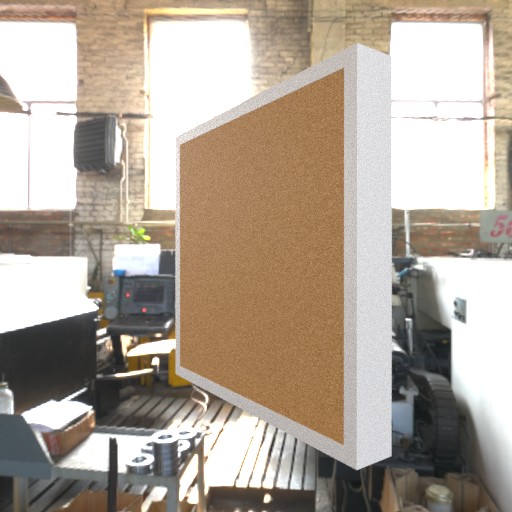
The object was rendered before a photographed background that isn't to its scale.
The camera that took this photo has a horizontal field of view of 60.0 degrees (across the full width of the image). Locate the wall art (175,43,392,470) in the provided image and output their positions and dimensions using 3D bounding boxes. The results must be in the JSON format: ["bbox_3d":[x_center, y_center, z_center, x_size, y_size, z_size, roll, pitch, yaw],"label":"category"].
[{"bbox_3d":[0.000,0.000,0.449,0.038,0.302,0.305,0,0,-35],"label":"wall art"}]
